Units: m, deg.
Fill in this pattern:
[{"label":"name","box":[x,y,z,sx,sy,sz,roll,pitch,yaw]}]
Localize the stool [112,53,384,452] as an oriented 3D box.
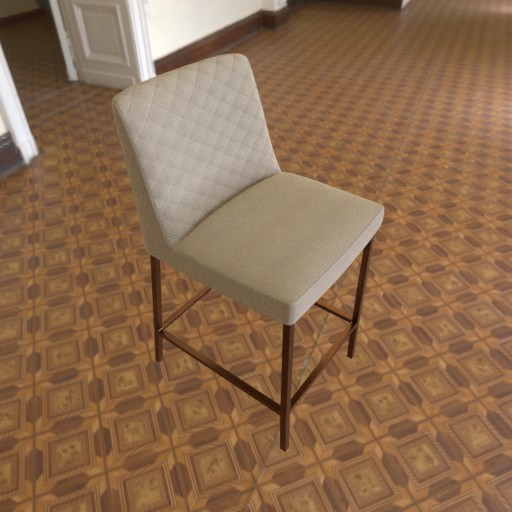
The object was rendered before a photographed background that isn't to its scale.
[{"label":"stool","box":[0.000,0.000,1.305,0.576,0.973,0.507,26,46,27]}]
